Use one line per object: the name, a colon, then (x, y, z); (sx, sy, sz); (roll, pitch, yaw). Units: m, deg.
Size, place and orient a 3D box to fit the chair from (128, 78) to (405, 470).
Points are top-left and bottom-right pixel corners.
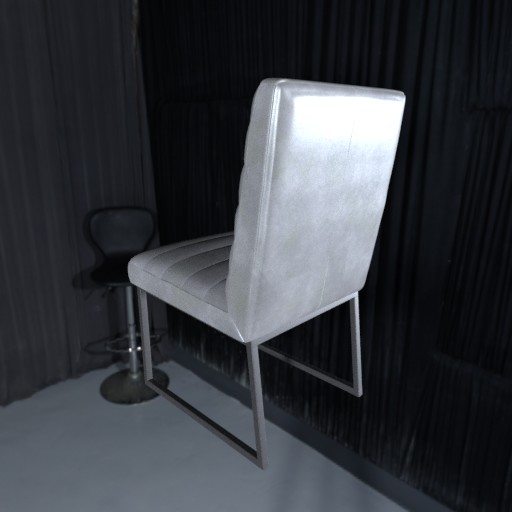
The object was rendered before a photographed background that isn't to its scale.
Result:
chair: (0.000, 0.000, 1.319); (0.634, 0.930, 0.520); (16, 23, 42)
